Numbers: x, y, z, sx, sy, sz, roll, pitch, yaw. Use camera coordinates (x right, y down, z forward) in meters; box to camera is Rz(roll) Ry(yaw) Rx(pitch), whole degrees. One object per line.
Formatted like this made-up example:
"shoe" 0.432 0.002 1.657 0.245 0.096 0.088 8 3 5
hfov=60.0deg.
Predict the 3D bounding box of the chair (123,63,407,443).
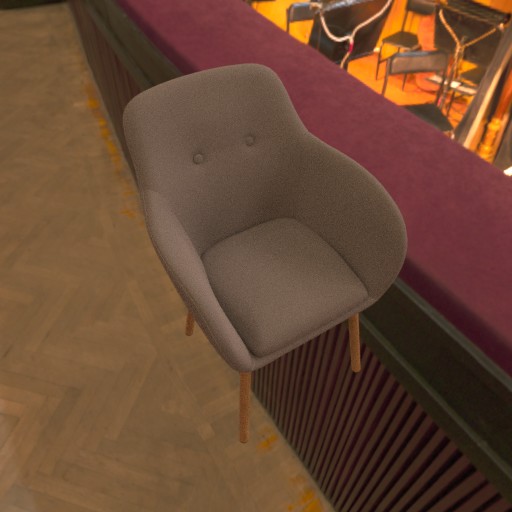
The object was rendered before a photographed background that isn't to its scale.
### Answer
"chair" 0.000 0.000 1.246 0.570 0.830 0.590 -24 52 -21
